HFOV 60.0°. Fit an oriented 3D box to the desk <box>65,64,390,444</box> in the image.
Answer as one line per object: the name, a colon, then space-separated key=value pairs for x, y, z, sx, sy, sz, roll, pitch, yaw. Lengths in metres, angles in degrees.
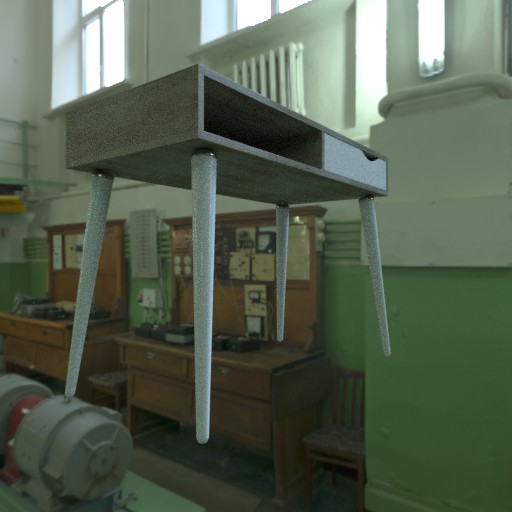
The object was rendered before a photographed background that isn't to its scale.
desk: x=0.000 y=0.000 z=1.370 sx=0.491 sy=0.723 sz=0.979 roll=0 pitch=-1 yaw=37
